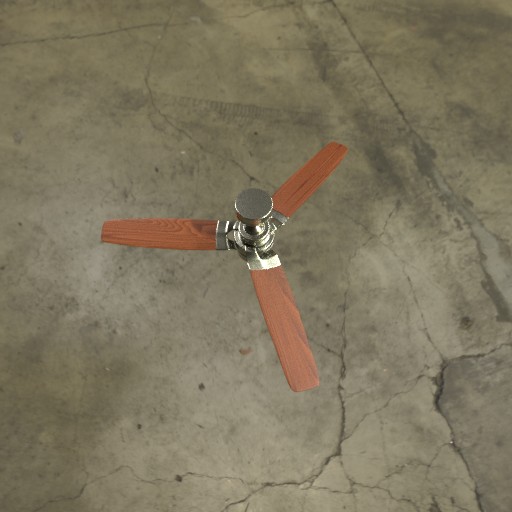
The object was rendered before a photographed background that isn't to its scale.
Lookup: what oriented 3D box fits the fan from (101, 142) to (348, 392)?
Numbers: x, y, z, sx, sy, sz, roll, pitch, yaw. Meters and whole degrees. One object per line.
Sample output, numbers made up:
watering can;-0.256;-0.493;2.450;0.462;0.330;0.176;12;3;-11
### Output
fan;0.000;0.000;2.090;1.416;0.410;1.271;-15;63;-8
